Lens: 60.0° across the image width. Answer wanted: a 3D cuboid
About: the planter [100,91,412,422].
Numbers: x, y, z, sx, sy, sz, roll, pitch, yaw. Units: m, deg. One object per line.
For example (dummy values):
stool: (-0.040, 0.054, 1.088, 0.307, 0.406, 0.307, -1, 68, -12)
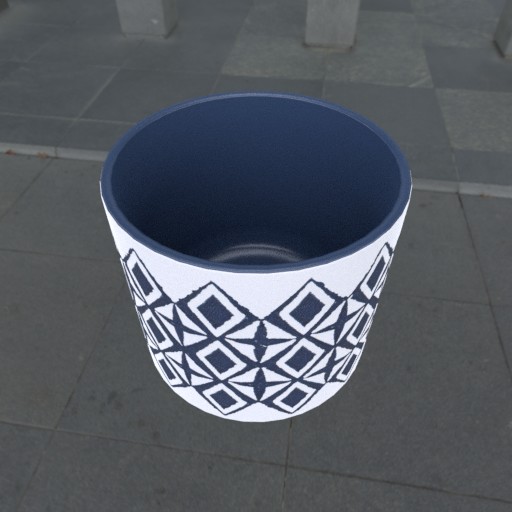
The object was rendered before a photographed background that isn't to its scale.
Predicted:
planter: (0.000, 0.000, 0.397, 0.224, 0.203, 0.224, 0, 46, 0)
